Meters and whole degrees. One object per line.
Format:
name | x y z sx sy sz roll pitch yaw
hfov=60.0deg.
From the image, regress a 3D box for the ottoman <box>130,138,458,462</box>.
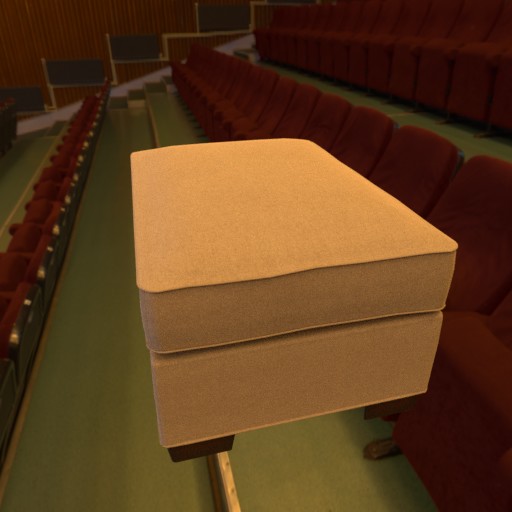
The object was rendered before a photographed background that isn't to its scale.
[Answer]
ottoman | 0.000 0.000 1.224 0.617 0.503 0.846 -7 30 -13
